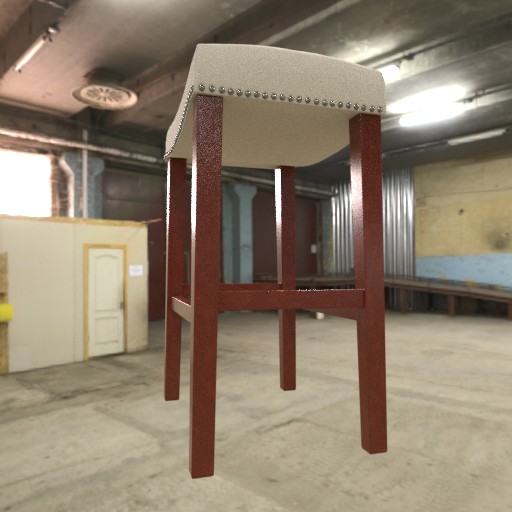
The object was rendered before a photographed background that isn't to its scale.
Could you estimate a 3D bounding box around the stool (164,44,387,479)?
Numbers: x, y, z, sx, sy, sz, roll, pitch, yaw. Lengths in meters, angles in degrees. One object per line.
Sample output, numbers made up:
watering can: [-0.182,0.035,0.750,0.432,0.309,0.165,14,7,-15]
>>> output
stool: [0.000,0.000,1.009,0.372,0.742,0.504,1,-2,-17]
